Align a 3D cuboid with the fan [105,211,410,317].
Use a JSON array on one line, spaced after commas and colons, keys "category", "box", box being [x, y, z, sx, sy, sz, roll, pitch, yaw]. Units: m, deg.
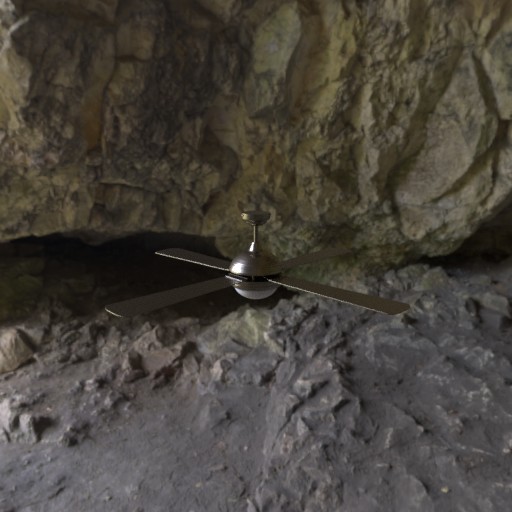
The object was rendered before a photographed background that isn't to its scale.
[{"category": "fan", "box": [0.000, 0.000, 1.938, 1.321, 0.381, 1.321, -6, 14, -25]}]
